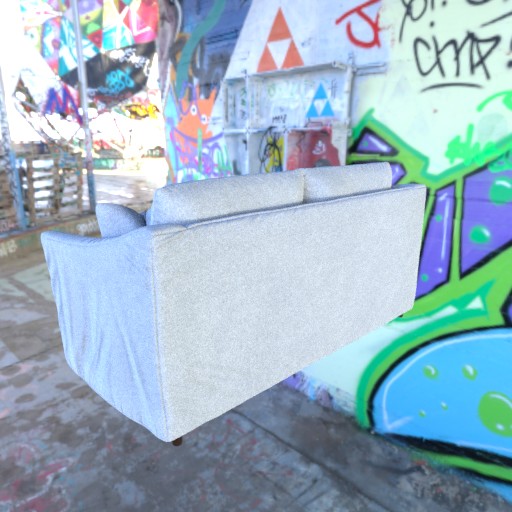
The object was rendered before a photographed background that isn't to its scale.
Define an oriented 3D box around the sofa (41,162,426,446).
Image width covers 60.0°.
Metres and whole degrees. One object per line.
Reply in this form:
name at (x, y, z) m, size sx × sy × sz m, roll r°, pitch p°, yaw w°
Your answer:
sofa at (0.000, 0.000, 2.547) m, size 2.010 × 1.018 × 1.072 m, roll -15°, pitch 21°, yaw -43°
